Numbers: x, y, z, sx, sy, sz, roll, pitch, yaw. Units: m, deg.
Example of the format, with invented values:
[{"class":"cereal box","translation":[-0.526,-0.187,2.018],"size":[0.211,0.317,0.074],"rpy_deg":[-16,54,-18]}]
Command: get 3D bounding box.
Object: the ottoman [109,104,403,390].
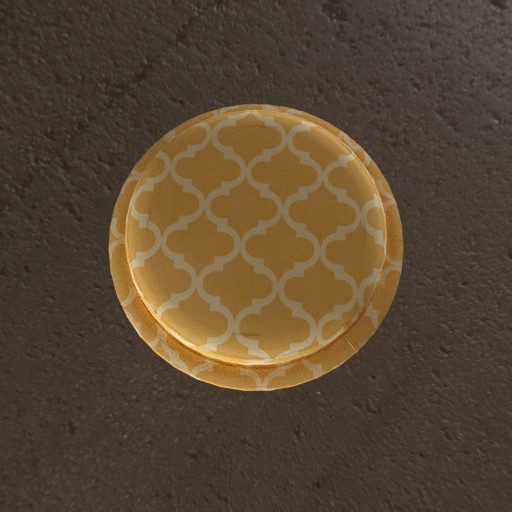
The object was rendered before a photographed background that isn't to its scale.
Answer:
[{"class":"ottoman","translation":[0.000,0.000,0.848],"size":[0.480,0.429,0.480],"rpy_deg":[0,78,0]}]
